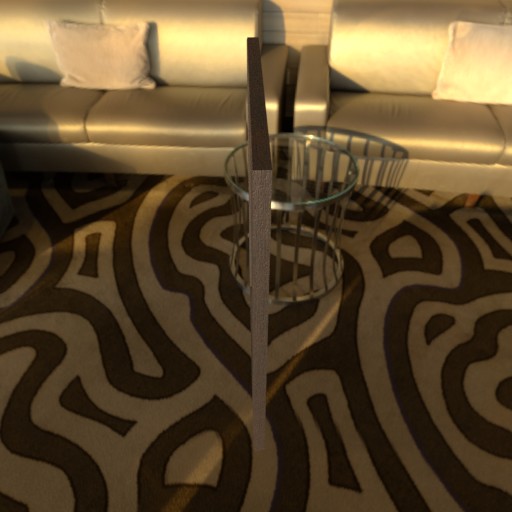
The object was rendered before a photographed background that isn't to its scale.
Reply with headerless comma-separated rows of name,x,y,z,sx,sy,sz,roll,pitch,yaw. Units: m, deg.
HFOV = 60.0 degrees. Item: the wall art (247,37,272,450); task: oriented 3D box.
wall art,0.000,0.000,0.668,0.017,0.513,0.359,-1,42,-1
